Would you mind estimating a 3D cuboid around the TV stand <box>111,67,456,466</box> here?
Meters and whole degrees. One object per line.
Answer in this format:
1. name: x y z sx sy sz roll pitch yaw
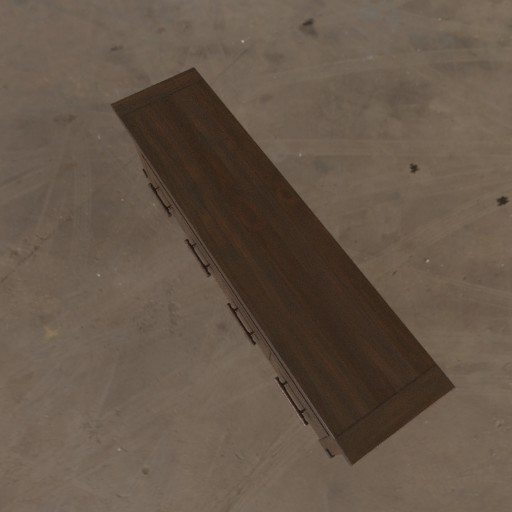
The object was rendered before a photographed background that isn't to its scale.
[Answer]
1. TV stand: 0.000 0.000 2.111 0.471 0.615 1.866 -30 68 -14
